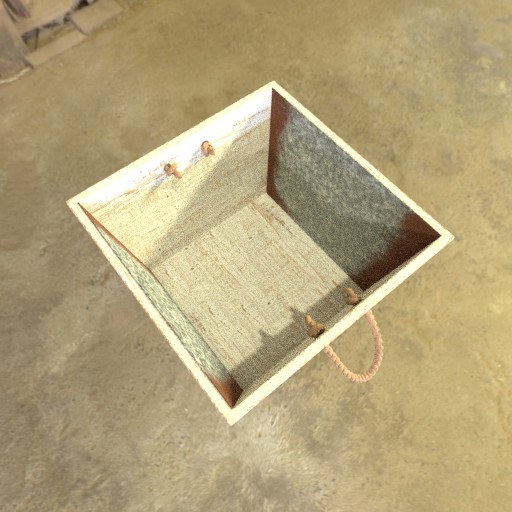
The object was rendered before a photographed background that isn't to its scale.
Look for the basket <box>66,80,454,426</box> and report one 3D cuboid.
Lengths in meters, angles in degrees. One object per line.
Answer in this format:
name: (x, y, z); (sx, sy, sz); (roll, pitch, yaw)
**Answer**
basket: (0.000, 0.000, 0.770); (0.413, 0.247, 0.545); (-36, 68, -16)
